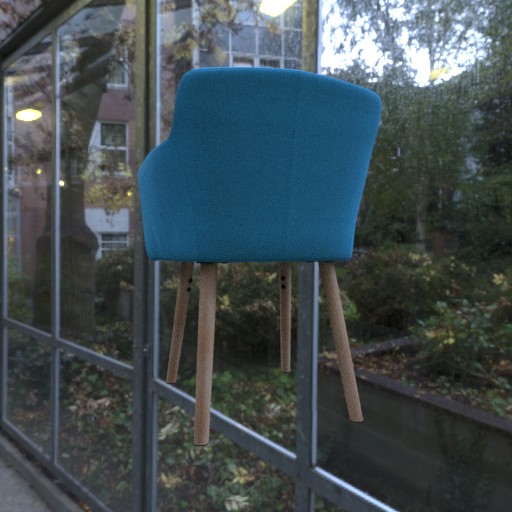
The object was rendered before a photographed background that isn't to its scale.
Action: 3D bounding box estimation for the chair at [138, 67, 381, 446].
[{"bbox_3d":[0.000,0.000,1.162,0.570,0.780,0.540,0,1,-19],"label":"chair"}]
